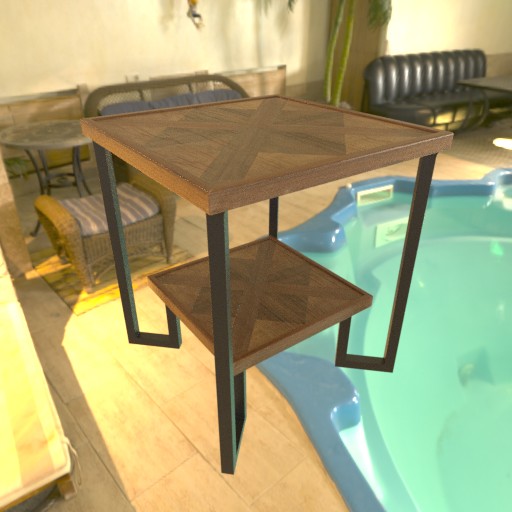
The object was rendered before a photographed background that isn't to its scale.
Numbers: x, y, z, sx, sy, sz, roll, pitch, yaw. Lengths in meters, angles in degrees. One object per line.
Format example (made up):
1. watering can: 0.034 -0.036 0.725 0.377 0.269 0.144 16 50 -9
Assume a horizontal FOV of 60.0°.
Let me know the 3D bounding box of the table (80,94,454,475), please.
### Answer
1. table: 0.000 0.000 0.970 0.503 0.563 0.503 -19 35 -31
